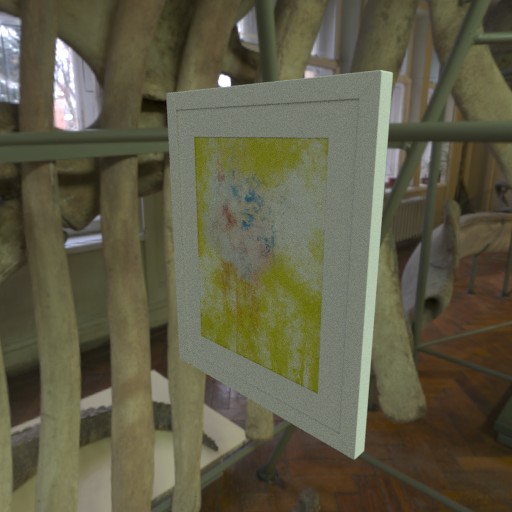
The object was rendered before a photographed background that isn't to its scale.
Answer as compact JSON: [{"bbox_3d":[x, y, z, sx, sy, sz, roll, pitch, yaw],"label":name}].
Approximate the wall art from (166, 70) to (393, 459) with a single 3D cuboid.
[{"bbox_3d":[0.000,0.000,0.769,0.454,0.556,0.028,15,21,43],"label":"wall art"}]
